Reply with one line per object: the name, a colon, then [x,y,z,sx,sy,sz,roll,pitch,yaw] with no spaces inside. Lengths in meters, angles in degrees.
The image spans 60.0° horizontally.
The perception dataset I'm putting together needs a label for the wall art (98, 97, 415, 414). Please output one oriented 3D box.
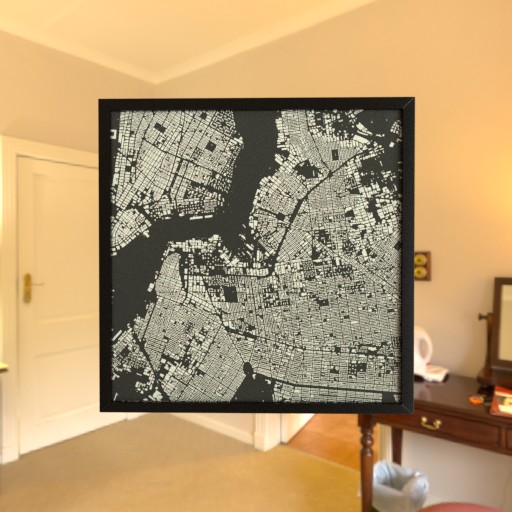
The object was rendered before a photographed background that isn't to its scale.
wall art: [0.000,0.000,0.438,0.299,0.299,0.037,0,1,1]
